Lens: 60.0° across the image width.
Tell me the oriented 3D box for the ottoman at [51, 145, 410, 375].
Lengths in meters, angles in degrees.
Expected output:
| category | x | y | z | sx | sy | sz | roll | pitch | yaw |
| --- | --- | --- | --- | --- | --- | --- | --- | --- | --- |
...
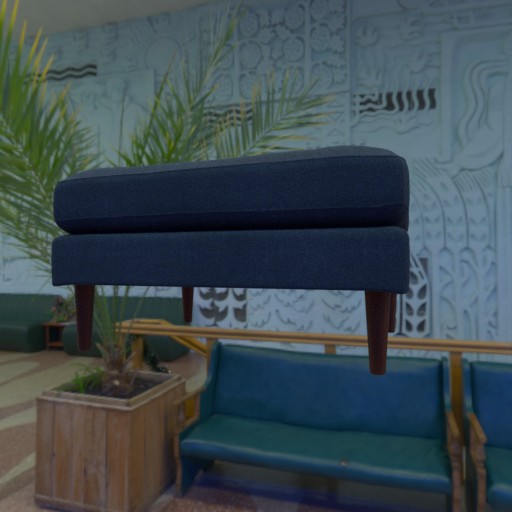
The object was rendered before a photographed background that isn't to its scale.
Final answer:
| category | x | y | z | sx | sy | sz | roll | pitch | yaw |
| --- | --- | --- | --- | --- | --- | --- | --- | --- | --- |
| ottoman | 0.000 | 0.000 | 1.251 | 0.821 | 0.474 | 0.693 | 0 | -1 | 19 |
